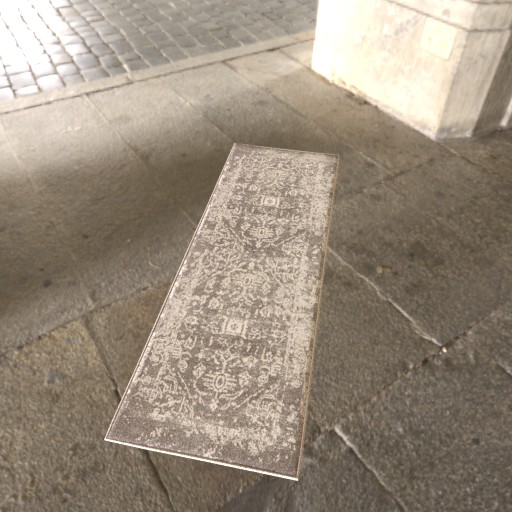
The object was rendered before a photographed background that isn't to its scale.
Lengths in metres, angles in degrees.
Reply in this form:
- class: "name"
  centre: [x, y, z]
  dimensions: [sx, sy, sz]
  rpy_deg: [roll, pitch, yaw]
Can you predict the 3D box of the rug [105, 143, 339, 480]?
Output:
- class: "rug"
  centre: [0.000, 0.000, 2.704]
  dimensions: [0.855, 0.017, 2.452]
  rpy_deg: [8, 46, 8]
